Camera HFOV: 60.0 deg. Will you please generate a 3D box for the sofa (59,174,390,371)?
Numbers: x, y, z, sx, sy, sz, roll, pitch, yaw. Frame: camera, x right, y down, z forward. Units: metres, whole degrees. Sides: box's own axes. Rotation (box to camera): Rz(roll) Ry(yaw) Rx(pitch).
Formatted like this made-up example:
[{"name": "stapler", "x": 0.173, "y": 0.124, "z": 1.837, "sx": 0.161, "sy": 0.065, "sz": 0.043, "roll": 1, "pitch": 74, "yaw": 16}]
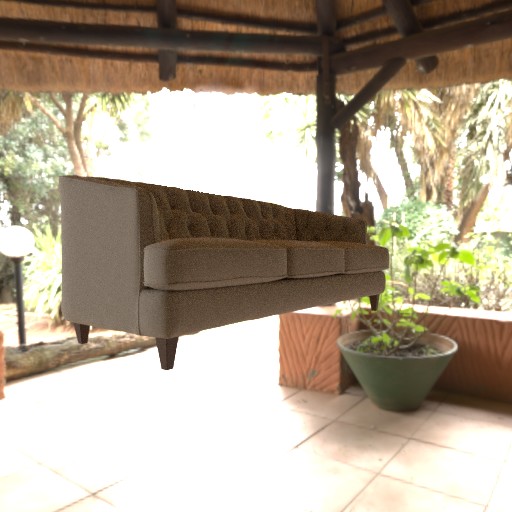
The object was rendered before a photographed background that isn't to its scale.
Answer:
[{"name": "sofa", "x": 0.000, "y": 0.000, "z": 2.770, "sx": 0.941, "sy": 0.855, "sz": 2.278, "roll": 0, "pitch": 1, "yaw": 37}]
